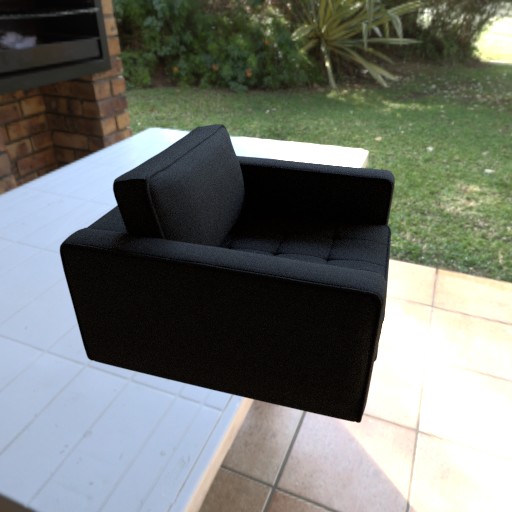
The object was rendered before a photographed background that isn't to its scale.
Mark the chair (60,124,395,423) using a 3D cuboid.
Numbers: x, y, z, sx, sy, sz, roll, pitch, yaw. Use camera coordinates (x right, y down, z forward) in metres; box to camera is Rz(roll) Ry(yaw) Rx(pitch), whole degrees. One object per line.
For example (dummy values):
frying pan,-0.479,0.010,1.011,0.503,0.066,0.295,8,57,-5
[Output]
chair,0.000,0.000,1.595,0.919,0.770,0.899,9,32,14
